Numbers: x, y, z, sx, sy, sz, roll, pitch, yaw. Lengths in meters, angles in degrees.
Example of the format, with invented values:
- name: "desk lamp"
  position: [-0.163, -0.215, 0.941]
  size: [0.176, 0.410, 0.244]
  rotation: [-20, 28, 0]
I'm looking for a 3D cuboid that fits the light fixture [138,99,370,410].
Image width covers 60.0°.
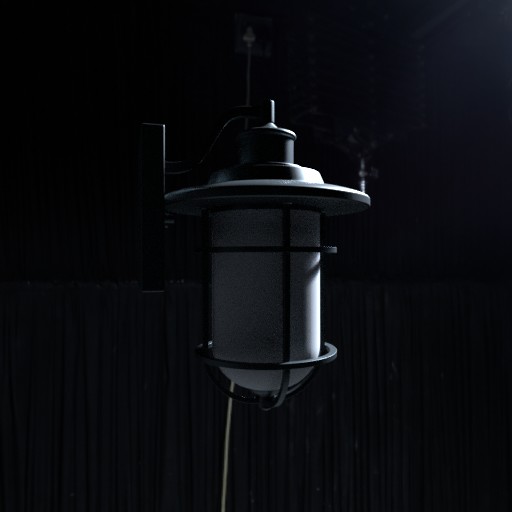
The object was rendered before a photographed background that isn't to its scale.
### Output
- name: "light fixture"
  position: [0.000, 0.000, 0.494]
  size: [0.252, 0.345, 0.222]
  rotation: [0, 0, -16]
